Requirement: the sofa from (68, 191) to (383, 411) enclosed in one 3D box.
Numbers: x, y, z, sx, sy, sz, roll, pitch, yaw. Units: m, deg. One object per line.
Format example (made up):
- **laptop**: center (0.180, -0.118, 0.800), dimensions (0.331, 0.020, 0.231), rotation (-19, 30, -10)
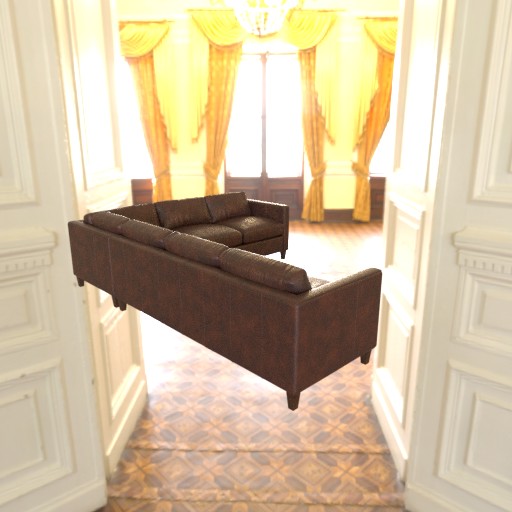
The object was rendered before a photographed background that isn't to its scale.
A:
- **sofa**: center (0.000, 0.000, 4.388), dimensions (2.438, 0.836, 3.152), rotation (-15, 22, -42)
